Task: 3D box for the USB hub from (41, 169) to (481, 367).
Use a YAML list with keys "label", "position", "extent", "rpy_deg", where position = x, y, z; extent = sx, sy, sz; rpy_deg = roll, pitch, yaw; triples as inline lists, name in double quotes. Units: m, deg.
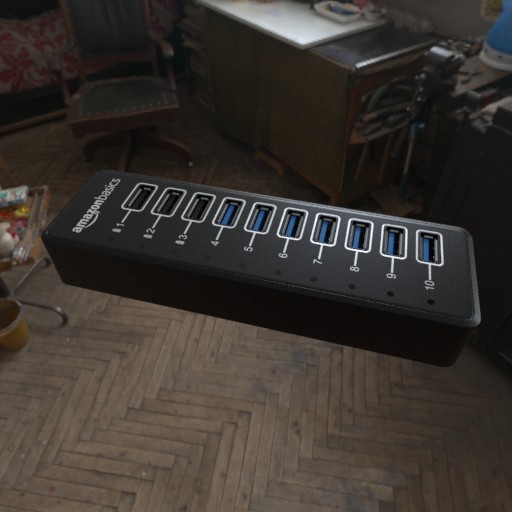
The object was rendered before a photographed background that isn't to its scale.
- label: "USB hub"
  position: [0.000, 0.000, 0.161]
  extent: [0.145, 0.023, 0.044]
  rpy_deg: [11, 47, 10]
